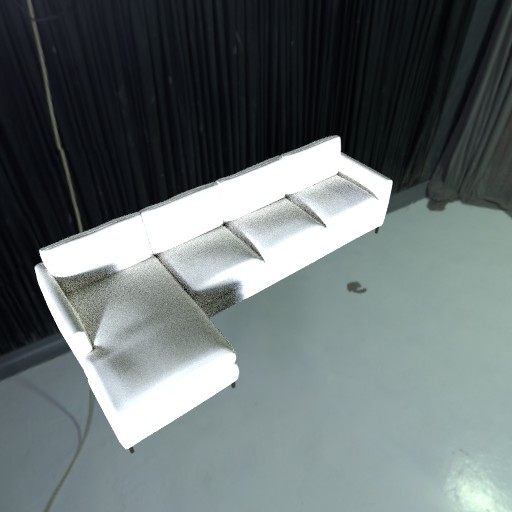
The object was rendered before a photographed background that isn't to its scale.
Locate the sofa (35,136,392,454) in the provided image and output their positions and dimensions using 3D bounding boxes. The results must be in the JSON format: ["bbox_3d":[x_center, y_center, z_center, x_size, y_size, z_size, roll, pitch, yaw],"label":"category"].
[{"bbox_3d":[0.000,0.000,3.758,3.186,0.875,1.467,-27,48,-27],"label":"sofa"}]
